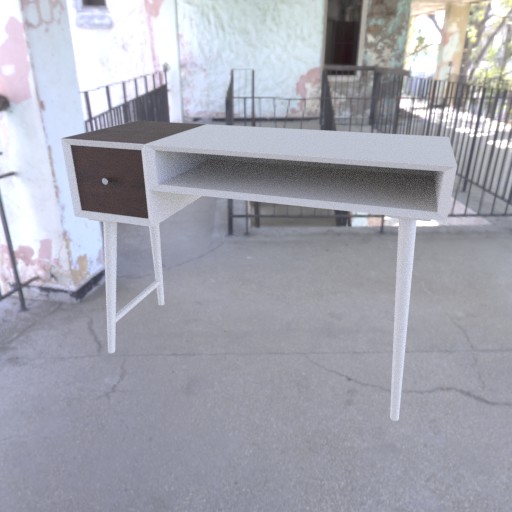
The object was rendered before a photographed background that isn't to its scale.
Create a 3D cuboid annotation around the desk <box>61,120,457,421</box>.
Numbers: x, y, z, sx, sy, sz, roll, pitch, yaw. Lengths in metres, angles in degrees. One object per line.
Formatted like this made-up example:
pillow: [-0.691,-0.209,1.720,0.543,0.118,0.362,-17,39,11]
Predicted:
desk: [0.000,0.000,1.456,1.069,0.761,0.409,8,26,17]
